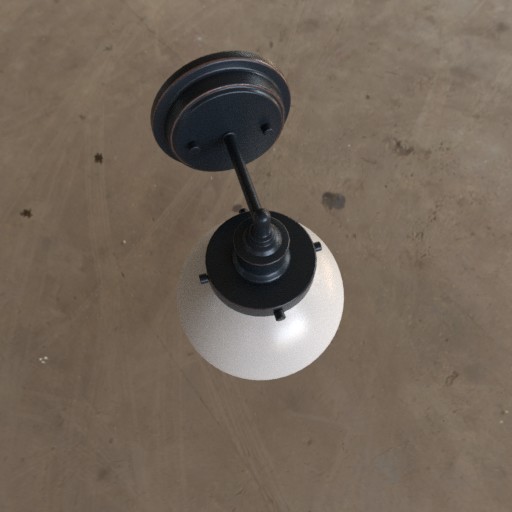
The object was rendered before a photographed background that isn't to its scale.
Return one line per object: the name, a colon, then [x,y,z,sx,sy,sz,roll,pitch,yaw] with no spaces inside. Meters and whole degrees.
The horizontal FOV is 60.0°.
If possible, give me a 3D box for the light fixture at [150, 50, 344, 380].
light fixture: [0.000,0.000,0.473,0.197,0.332,0.230,-16,65,-8]
